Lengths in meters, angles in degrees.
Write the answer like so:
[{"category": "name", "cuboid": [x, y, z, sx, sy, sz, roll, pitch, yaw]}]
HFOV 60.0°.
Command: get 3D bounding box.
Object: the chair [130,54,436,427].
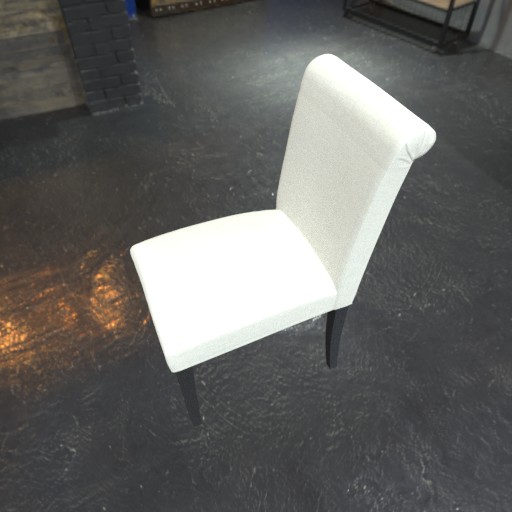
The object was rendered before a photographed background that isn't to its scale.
[{"category": "chair", "cuboid": [0.000, 0.000, 1.375, 0.708, 0.976, 0.452, -18, 49, -16]}]
